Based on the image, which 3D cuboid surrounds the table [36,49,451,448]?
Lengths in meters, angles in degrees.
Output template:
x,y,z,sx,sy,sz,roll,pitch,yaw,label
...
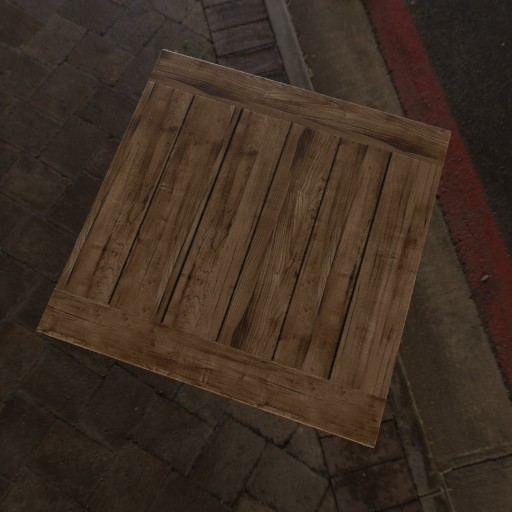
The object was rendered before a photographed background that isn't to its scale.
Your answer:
x,y,z,sx,sy,sz,roll,pitch,yaw,label
0.000,0.000,1.044,0.610,0.457,0.610,18,76,4,table
